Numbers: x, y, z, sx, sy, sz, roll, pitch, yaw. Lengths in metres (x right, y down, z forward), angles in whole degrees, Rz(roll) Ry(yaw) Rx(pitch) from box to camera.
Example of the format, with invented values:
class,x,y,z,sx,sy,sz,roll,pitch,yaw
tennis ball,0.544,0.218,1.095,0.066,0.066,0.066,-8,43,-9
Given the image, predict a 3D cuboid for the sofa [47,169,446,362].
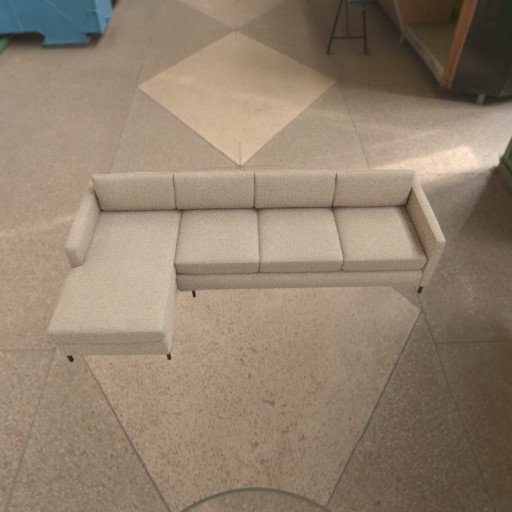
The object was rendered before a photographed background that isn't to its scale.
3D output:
class,x,y,z,sx,sy,sz,roll,pitch,yaw
sofa,0.000,0.000,3.553,2.923,0.816,1.469,-1,47,-1
